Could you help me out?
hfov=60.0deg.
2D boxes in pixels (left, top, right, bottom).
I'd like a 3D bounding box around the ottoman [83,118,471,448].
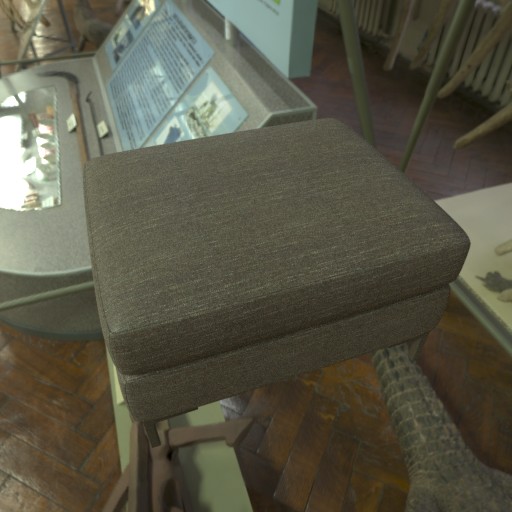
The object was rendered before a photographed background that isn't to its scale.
[{"bbox_3d":[0.000,0.000,1.222,0.820,0.490,0.671,-14,44,-14],"label":"ottoman"}]
